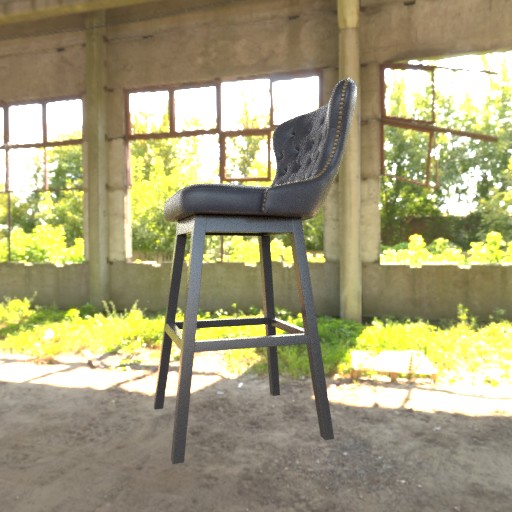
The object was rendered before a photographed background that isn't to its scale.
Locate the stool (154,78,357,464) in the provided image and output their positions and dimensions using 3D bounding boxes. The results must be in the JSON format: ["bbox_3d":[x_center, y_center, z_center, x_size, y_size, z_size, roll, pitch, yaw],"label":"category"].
[{"bbox_3d":[0.000,0.000,1.425,0.601,1.050,0.528,0,1,-19],"label":"stool"}]
